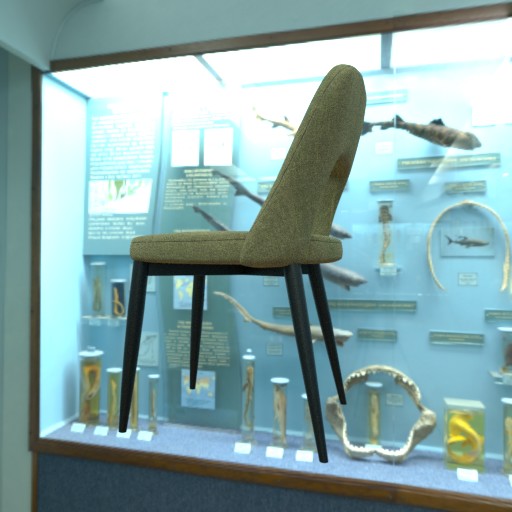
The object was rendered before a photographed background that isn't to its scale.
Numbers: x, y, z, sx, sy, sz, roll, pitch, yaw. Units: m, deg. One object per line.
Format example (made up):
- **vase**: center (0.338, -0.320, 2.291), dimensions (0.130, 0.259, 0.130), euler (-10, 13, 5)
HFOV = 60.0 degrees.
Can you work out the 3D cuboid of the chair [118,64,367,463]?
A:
- **chair**: center (0.000, 0.000, 1.263), dimensions (0.612, 0.931, 0.470), euler (0, -1, 17)
